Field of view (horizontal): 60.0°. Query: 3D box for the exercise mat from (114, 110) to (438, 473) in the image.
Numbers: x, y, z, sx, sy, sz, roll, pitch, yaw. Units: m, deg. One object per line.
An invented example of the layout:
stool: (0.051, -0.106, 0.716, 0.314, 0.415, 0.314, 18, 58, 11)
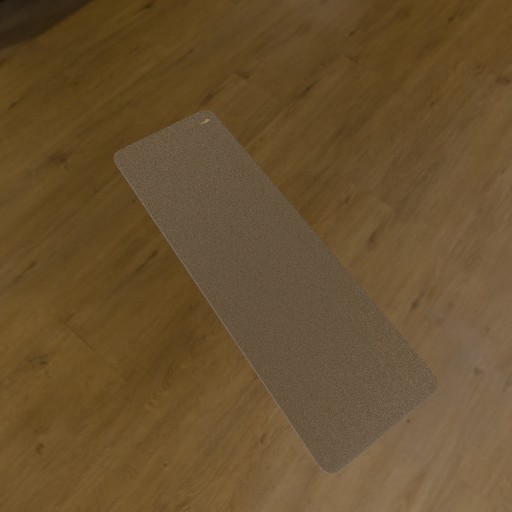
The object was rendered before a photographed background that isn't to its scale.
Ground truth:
exercise mat: (0.000, 0.000, 2.109, 0.616, 0.021, 1.884, -31, 68, -14)
